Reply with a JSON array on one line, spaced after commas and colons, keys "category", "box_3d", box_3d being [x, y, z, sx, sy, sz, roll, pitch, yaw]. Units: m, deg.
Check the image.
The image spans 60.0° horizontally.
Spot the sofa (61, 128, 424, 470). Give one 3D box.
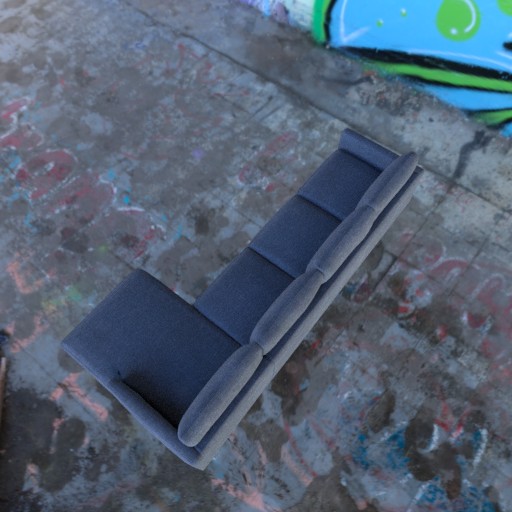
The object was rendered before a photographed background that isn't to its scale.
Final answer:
[{"category": "sofa", "box_3d": [0.000, 0.000, 3.541, 1.350, 0.810, 2.932, 35, 67, 17]}]
